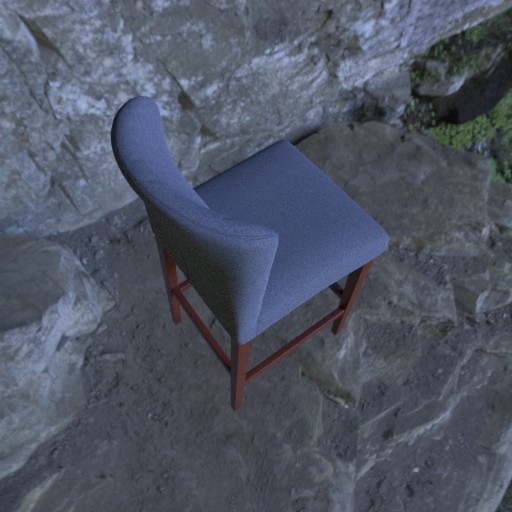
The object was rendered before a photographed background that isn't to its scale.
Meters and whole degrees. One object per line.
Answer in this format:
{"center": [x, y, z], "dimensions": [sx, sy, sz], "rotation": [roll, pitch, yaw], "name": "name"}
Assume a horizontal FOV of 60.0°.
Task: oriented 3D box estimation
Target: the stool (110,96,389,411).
{"center": [0.000, 0.000, 1.322], "dimensions": [0.568, 1.069, 0.481], "rotation": [-32, 63, -18], "name": "stool"}
